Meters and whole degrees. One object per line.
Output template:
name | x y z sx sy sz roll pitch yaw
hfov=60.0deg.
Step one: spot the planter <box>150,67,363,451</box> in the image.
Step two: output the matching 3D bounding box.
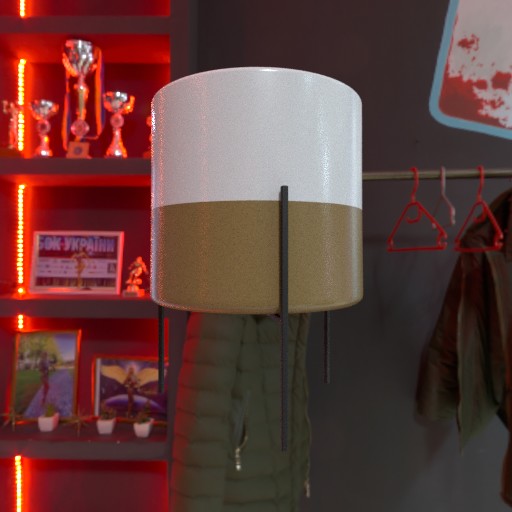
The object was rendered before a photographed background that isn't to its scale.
planter | 0.000 0.000 0.654 0.310 0.432 0.310 0 0 34
